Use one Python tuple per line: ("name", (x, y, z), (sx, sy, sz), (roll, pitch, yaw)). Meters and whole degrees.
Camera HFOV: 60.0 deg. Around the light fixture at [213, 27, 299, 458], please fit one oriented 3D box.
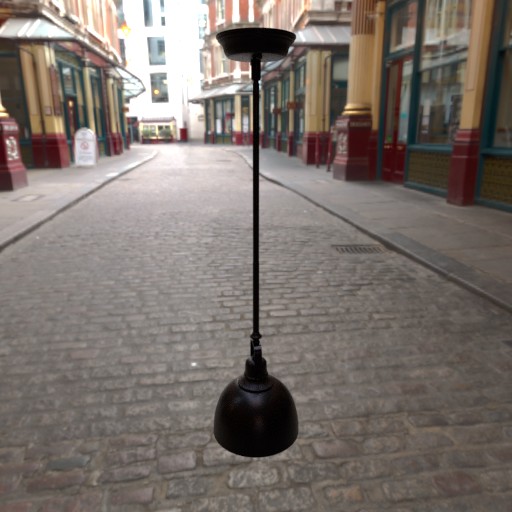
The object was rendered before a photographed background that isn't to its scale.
("light fixture", (0.000, 0.000, 0.850), (0.182, 0.768, 0.182), (-2, 15, -9))
